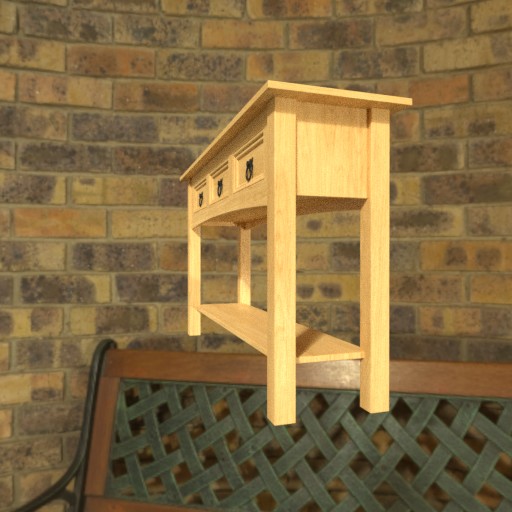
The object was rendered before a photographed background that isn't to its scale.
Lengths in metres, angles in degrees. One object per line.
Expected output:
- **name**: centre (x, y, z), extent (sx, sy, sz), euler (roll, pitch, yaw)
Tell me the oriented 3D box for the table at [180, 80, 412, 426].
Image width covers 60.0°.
- **table**: centre (0.000, 0.000, 1.551), extent (0.350, 0.730, 1.240), euler (0, 0, -18)
